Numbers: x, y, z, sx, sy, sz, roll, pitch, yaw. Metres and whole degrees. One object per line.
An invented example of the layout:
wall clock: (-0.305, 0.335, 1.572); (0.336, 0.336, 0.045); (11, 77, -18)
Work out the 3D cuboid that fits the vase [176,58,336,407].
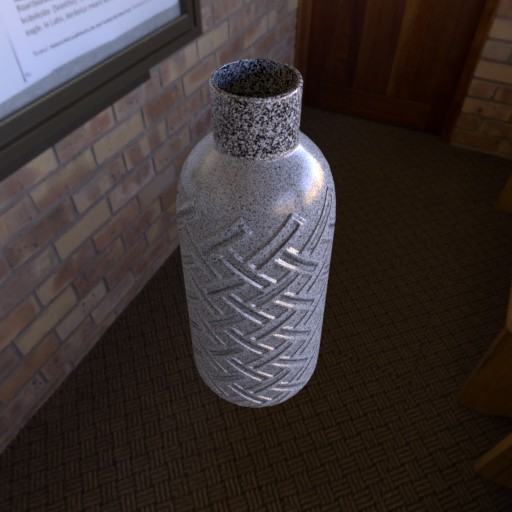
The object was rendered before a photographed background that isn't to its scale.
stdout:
vase: (0.000, 0.000, 0.343); (0.122, 0.282, 0.122); (0, 47, 0)
